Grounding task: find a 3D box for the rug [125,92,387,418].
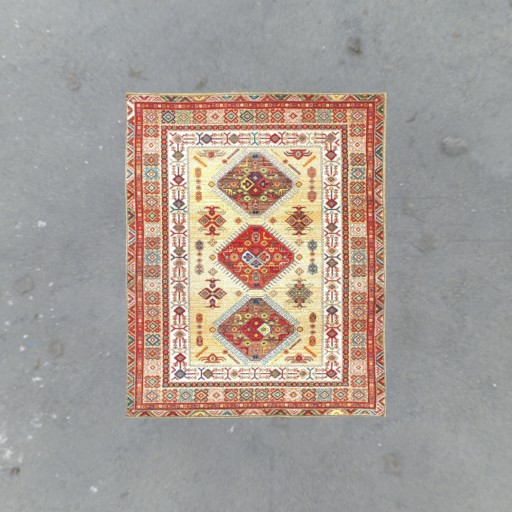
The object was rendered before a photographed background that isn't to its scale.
[{"bbox_3d":[0.000,0.000,4.176,2.460,0.005,3.067,0,91,0],"label":"rug"}]
